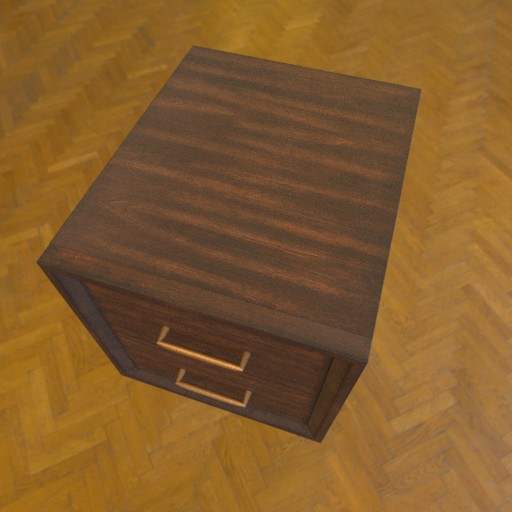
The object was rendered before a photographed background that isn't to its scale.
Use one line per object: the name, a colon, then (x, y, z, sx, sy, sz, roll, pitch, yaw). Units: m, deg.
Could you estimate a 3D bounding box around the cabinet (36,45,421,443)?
cabinet: (0.000, 0.000, 0.811, 0.402, 0.455, 0.500, 15, 57, 10)
